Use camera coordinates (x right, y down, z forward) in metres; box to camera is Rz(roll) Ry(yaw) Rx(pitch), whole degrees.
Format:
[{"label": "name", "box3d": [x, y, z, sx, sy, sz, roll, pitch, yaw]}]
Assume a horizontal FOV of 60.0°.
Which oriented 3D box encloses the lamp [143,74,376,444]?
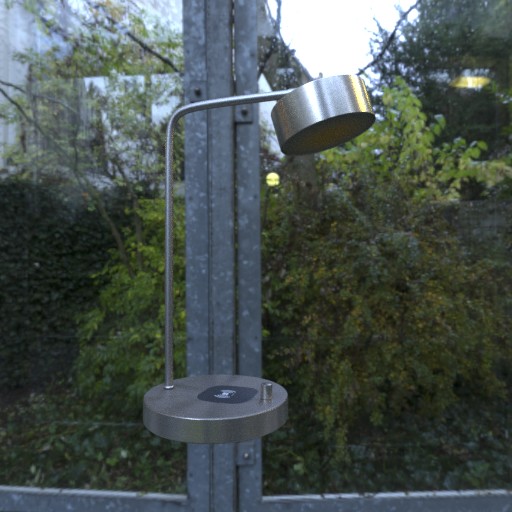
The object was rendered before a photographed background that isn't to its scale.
[{"label": "lamp", "box3d": [0.000, 0.000, 0.637, 0.334, 0.469, 0.211, 0, 0, 18]}]
